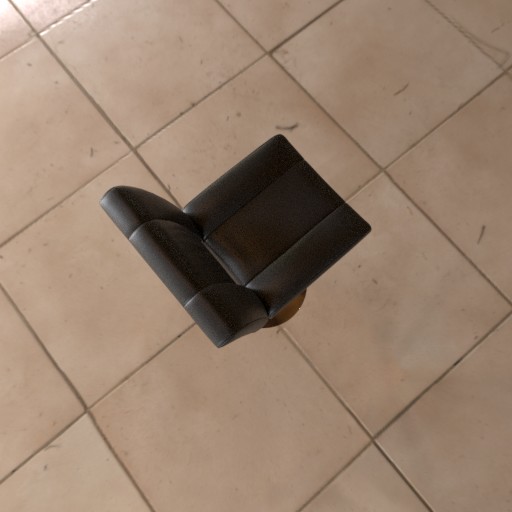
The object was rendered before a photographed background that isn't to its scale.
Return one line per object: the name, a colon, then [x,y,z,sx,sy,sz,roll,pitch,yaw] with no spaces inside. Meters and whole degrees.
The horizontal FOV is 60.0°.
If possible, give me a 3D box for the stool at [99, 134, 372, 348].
stool: [0.000,0.000,1.434,0.520,1.151,0.415,-40,79,-9]
